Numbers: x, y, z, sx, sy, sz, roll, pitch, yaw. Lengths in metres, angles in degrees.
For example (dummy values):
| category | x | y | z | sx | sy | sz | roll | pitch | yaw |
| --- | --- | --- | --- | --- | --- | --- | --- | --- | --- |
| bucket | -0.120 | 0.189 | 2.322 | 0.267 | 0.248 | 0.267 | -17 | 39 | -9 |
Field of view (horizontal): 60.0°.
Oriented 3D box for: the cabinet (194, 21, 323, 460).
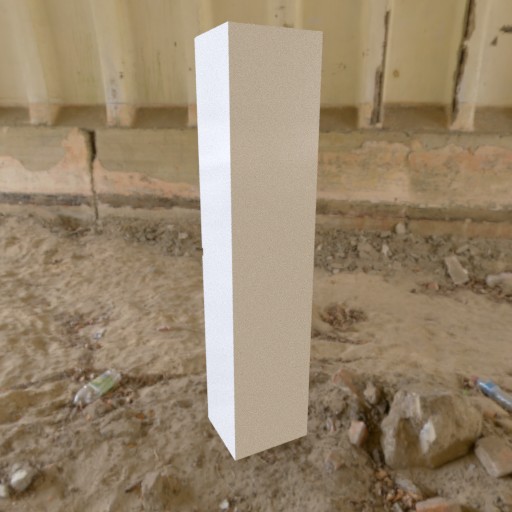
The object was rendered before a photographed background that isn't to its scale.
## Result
| category | x | y | z | sx | sy | sz | roll | pitch | yaw |
| --- | --- | --- | --- | --- | --- | --- | --- | --- | --- |
| cabinet | 0.000 | 0.000 | 1.546 | 0.300 | 1.400 | 0.270 | -8 | 19 | -25 |
